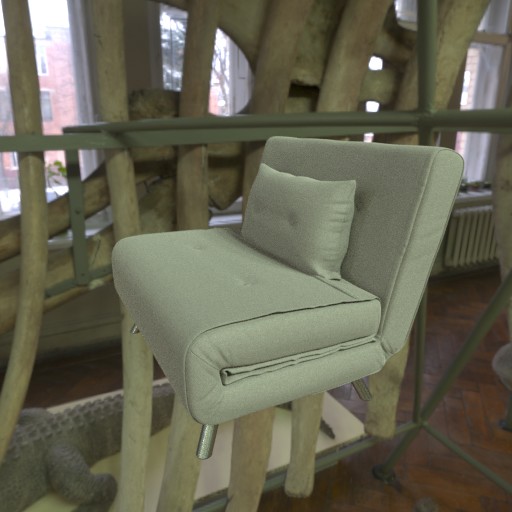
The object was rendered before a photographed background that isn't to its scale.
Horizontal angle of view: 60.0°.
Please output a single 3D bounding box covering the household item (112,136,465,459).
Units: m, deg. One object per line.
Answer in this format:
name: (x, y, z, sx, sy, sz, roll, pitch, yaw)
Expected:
household item: (0.000, 0.000, 1.611, 0.874, 0.800, 1.000, -9, 19, -26)
